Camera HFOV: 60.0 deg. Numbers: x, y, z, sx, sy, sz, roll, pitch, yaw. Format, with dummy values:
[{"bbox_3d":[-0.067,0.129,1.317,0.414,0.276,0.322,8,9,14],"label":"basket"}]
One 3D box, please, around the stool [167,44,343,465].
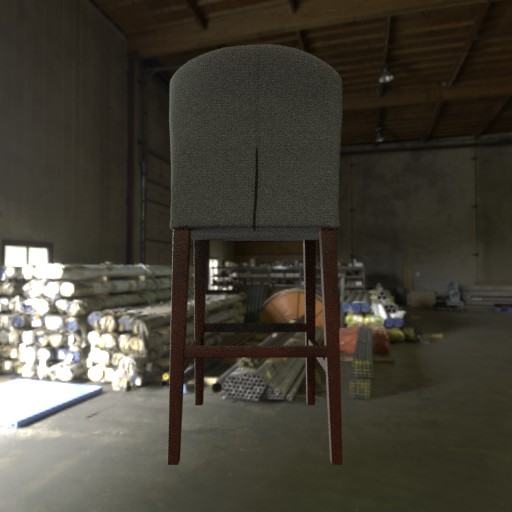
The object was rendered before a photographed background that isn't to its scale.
[{"bbox_3d":[0.000,0.000,1.387,0.486,1.069,0.568,0,-2,0],"label":"stool"}]
